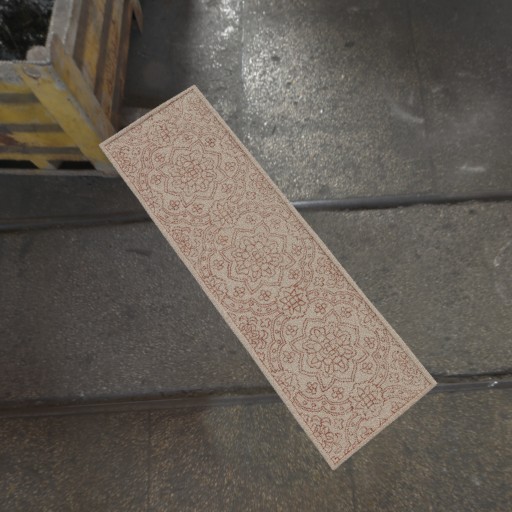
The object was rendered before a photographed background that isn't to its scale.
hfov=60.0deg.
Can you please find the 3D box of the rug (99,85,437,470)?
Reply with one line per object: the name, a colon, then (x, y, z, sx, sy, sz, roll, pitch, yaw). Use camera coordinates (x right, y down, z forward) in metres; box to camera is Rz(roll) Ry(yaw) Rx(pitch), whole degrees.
rug: (0.000, 0.000, 2.717, 0.769, 0.012, 2.448, -36, 78, -9)
